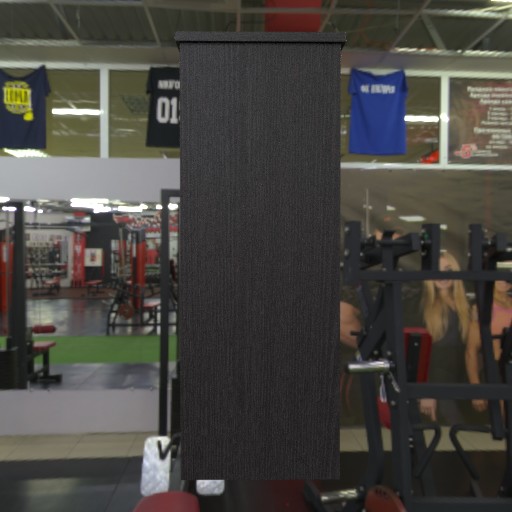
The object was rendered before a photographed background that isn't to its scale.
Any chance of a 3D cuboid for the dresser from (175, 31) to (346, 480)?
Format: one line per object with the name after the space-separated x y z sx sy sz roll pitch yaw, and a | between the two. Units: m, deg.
0.000 0.000 1.357 0.399 1.020 0.704 0 1 -1 | dresser
